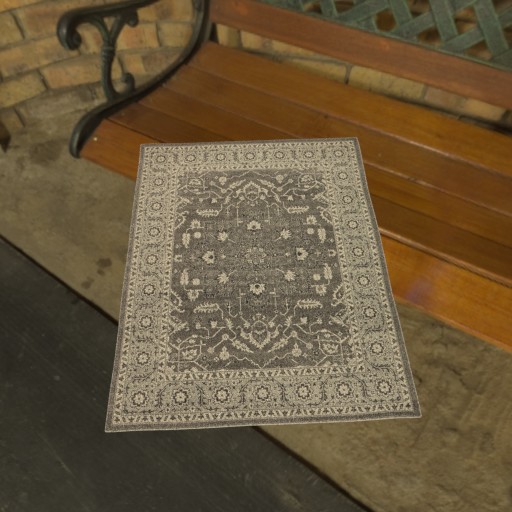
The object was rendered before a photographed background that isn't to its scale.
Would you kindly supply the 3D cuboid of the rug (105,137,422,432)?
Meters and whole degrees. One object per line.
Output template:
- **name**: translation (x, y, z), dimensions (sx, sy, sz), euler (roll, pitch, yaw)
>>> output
- **rug**: translation (0.000, 0.000, 4.213), dimensions (2.451, 0.026, 3.069), euler (-2, 58, -1)
